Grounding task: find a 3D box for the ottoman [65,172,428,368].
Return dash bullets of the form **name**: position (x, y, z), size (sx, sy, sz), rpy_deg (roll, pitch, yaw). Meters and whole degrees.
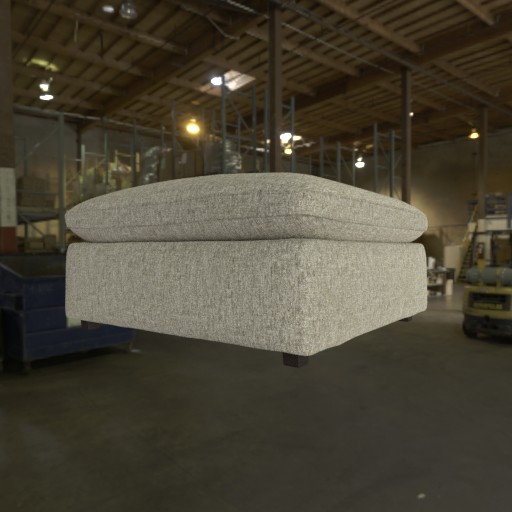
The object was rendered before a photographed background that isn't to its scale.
- **ottoman**: position (0.000, 0.000, 1.694), size (1.039, 0.526, 1.035), rpy_deg (1, 1, 36)
